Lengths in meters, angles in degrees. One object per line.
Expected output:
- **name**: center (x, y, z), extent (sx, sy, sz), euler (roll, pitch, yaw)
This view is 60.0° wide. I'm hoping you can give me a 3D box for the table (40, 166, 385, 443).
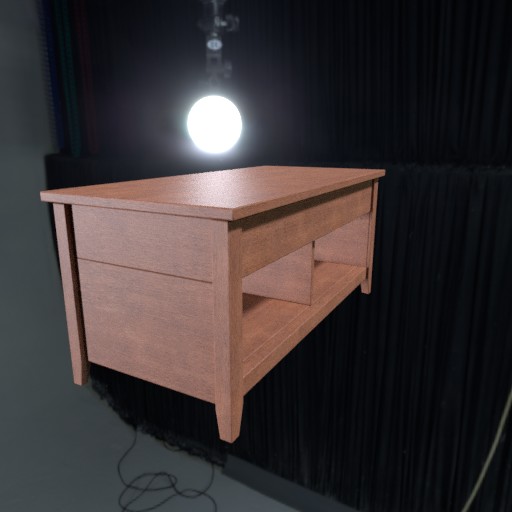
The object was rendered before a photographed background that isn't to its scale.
- **table**: center (0.000, 0.000, 1.312), extent (0.483, 0.457, 1.016), euler (8, 17, 28)
